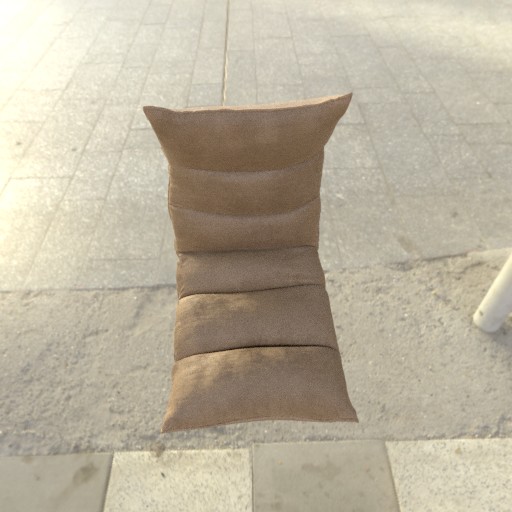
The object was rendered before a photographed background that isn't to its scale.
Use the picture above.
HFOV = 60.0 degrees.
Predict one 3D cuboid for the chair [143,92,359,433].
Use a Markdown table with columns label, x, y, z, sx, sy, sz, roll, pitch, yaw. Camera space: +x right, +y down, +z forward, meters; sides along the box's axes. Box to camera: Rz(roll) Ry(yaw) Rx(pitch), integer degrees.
| label | x | y | z | sx | sy | sz | roll | pitch | yaw |
| --- | --- | --- | --- | --- | --- | --- | --- | --- | --- |
| chair | 0.000 | 0.000 | 1.606 | 0.714 | 0.892 | 0.985 | -3 | 47 | -3 |
